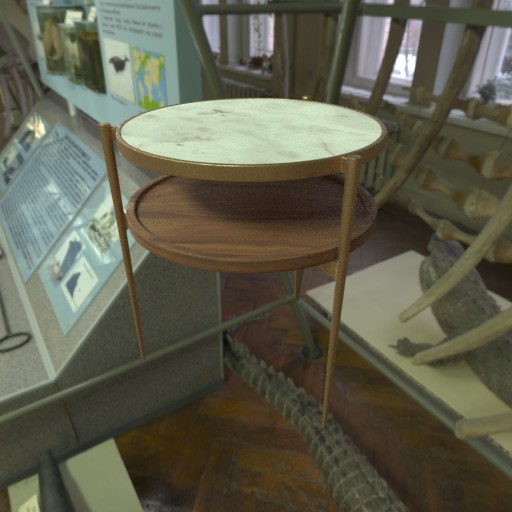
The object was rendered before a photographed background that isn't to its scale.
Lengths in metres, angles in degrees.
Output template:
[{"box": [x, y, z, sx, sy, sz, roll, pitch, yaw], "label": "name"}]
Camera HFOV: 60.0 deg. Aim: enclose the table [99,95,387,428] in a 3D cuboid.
[{"box": [0.000, 0.000, 0.826, 0.430, 0.493, 0.456, -18, 35, -28], "label": "table"}]
